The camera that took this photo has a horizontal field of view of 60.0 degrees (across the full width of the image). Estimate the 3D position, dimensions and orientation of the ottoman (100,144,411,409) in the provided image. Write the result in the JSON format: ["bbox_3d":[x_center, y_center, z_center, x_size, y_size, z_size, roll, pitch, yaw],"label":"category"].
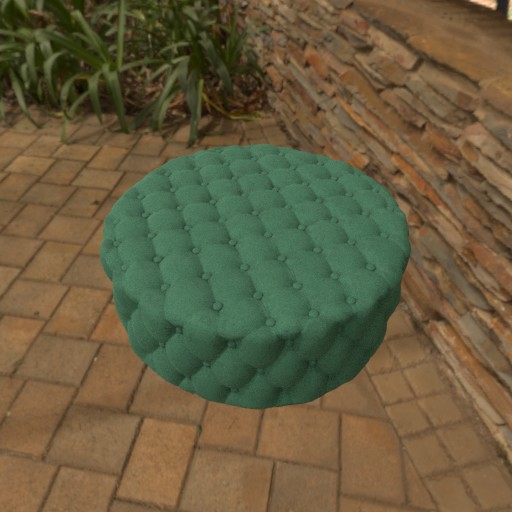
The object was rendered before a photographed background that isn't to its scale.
[{"bbox_3d":[0.000,0.000,1.548,0.998,0.399,0.998,0,42,0],"label":"ottoman"}]
